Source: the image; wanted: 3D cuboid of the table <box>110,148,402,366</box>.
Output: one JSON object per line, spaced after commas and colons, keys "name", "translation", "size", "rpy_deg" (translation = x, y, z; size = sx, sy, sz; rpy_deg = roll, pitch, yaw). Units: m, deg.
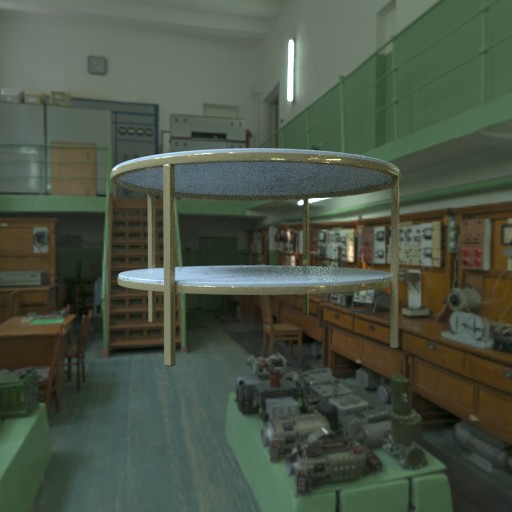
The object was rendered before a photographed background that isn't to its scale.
{"name": "table", "translation": [0.000, 0.000, 1.287], "size": [0.800, 0.450, 0.800], "rpy_deg": [0, 1, 0]}
